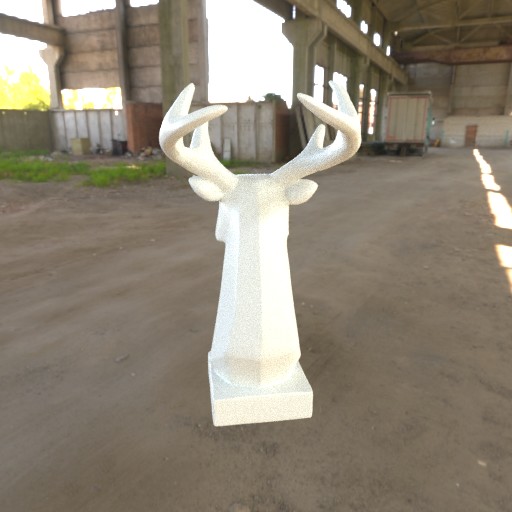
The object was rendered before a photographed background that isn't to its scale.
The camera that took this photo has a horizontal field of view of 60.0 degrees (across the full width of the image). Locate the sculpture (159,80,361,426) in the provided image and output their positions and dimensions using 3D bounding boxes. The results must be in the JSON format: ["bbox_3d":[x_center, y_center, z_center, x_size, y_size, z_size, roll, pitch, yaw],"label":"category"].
[{"bbox_3d":[0.000,0.000,0.453,0.174,0.329,0.224,-2,16,-8],"label":"sculpture"}]
